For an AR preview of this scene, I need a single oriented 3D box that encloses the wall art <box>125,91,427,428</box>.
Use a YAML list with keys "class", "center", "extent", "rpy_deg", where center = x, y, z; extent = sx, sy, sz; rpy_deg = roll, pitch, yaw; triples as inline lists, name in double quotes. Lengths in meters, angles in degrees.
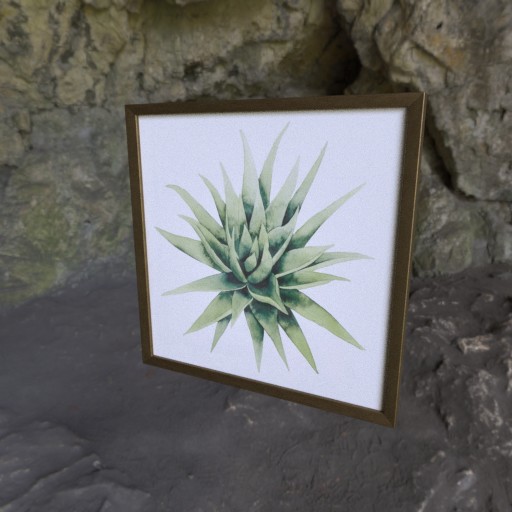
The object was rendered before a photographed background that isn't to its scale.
- class: "wall art"
  center: [0.000, 0.000, 0.759]
  extent: [0.503, 0.506, 0.030]
  rpy_deg: [7, 16, 24]
